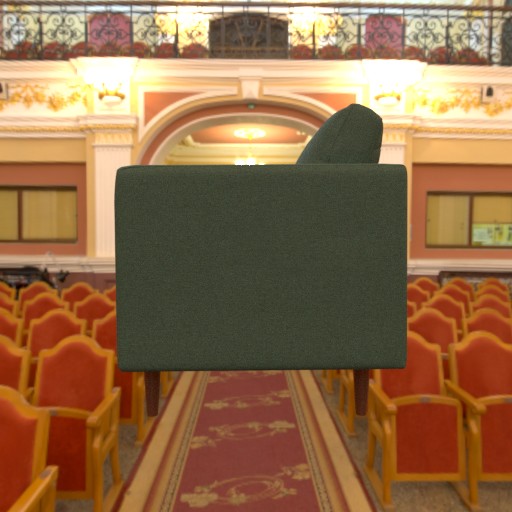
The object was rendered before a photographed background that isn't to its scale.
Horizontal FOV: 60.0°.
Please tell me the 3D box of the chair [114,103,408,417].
[{"bbox_3d":[0.000,0.000,1.565,0.800,0.927,0.855,0,2,-1],"label":"chair"}]
